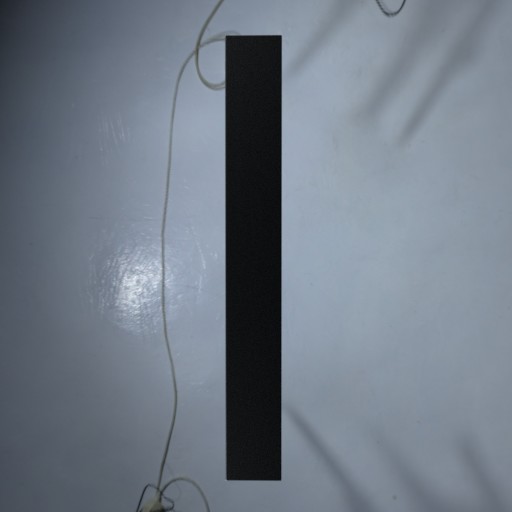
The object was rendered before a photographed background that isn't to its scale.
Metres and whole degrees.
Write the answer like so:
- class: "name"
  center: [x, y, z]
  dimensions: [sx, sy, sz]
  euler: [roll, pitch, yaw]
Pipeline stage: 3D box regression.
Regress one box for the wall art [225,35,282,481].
- class: "wall art"
  center: [0.000, 0.000, 0.453]
  dimensions: [0.038, 0.304, 0.304]
  euler: [0, 91, 1]
